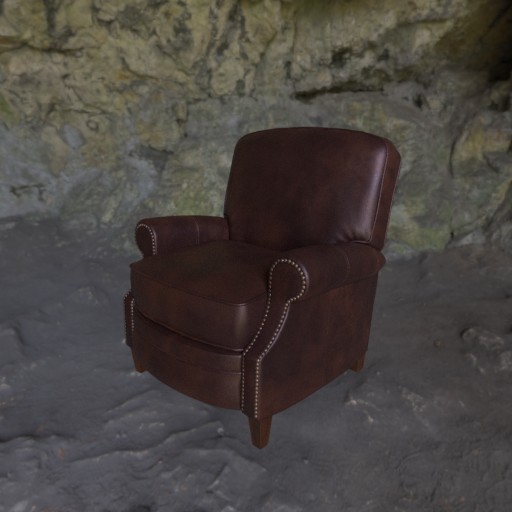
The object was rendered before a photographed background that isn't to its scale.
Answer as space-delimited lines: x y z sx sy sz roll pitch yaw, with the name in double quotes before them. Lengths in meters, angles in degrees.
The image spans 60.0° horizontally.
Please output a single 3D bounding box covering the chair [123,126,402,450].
"chair" 0.000 0.000 1.813 0.936 1.018 0.986 14 21 41
